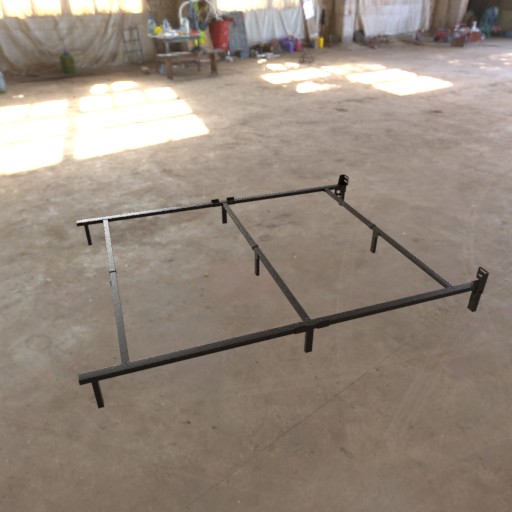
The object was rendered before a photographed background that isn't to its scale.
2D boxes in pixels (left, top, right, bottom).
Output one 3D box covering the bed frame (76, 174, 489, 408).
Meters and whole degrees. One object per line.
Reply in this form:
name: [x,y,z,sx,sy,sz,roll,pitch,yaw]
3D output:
bed frame: [0.000,0.000,2.634,1.990,0.248,1.498,-10,32,-17]
